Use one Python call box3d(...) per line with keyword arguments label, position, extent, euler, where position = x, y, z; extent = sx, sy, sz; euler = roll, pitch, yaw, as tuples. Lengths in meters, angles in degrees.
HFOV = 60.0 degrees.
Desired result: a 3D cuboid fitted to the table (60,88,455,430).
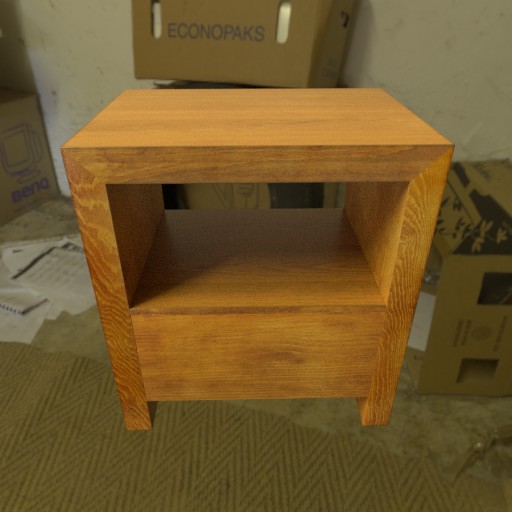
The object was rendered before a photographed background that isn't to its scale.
box3d(label="table", position=(0.000, 0.000, 0.944), extent=(0.550, 0.605, 0.400), euler=(-1, 32, -1))
